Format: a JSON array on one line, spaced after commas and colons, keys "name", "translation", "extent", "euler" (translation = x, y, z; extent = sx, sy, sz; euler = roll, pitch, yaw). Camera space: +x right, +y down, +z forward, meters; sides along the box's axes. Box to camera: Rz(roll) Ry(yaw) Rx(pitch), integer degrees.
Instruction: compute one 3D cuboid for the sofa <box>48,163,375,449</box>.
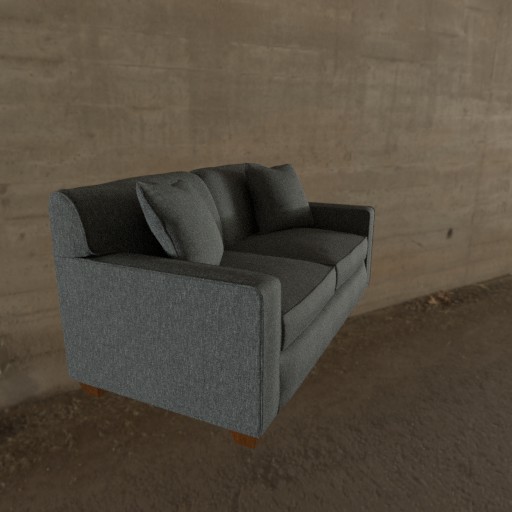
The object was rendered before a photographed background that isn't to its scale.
[{"name": "sofa", "translation": [0.000, 0.000, 2.451], "extent": [0.998, 0.958, 1.846], "euler": [7, 17, 25]}]
